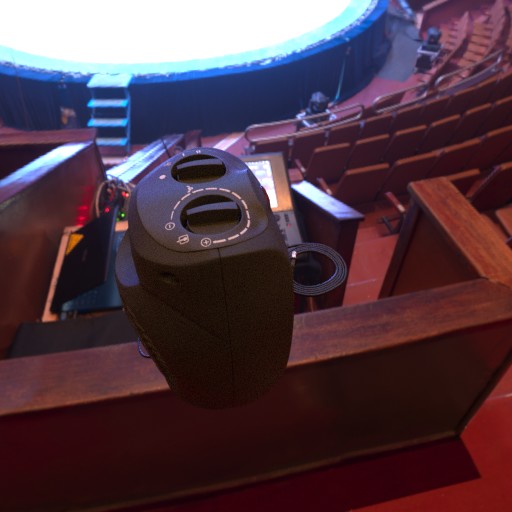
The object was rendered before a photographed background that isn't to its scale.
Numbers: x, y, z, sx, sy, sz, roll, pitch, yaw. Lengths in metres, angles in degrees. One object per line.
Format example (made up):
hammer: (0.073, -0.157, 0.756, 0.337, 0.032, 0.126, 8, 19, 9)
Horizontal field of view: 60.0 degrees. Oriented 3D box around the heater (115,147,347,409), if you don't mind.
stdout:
heater: (0.000, 0.000, 0.468, 0.291, 0.240, 0.239, -10, 46, -10)
